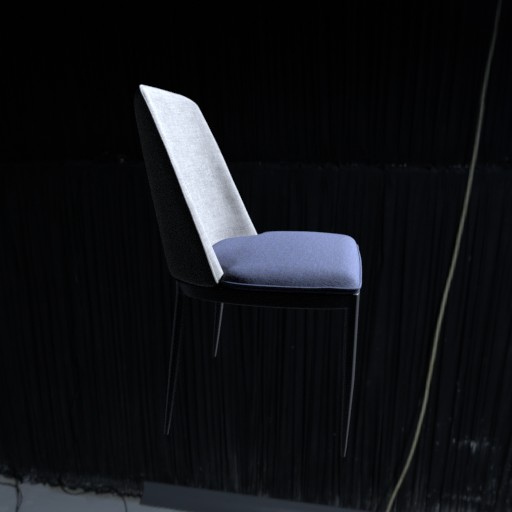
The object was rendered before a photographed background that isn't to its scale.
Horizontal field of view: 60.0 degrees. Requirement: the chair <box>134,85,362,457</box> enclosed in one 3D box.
[{"bbox_3d":[0.000,0.000,1.189,0.550,0.855,0.488,3,15,11],"label":"chair"}]
